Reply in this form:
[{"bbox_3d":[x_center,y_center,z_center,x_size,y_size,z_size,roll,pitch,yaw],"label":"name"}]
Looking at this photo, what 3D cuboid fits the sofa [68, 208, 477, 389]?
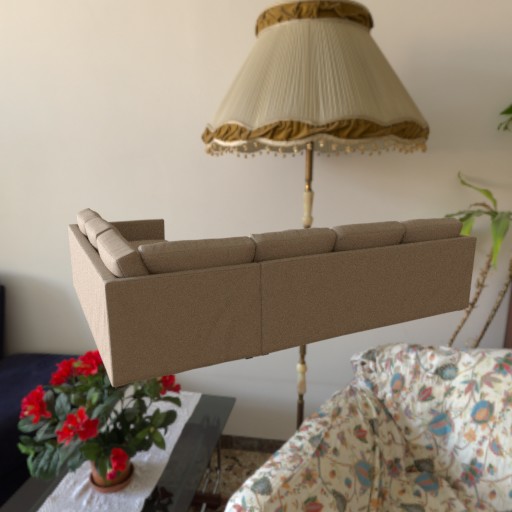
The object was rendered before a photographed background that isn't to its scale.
[{"bbox_3d":[0.000,0.000,4.326,3.182,0.871,2.432,-7,15,-26],"label":"sofa"}]
